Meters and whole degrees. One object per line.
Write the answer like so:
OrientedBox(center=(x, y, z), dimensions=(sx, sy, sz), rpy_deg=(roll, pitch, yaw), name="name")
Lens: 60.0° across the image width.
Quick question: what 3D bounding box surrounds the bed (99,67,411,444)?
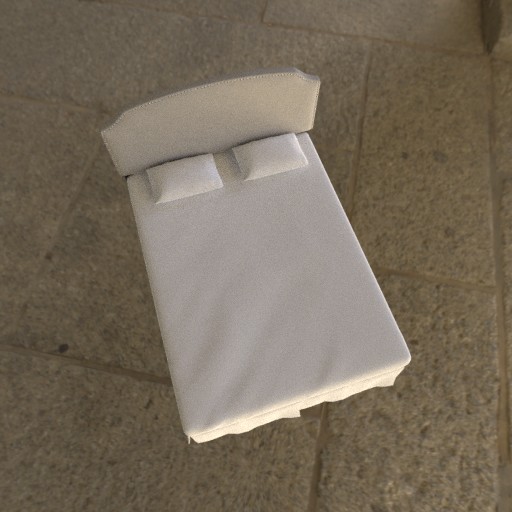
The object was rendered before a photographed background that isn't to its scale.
OrientedBox(center=(0.000, 0.000, 2.961), dimensions=(1.558, 1.270, 1.999), rpy_deg=(-16, 65, -7), name="bed")
